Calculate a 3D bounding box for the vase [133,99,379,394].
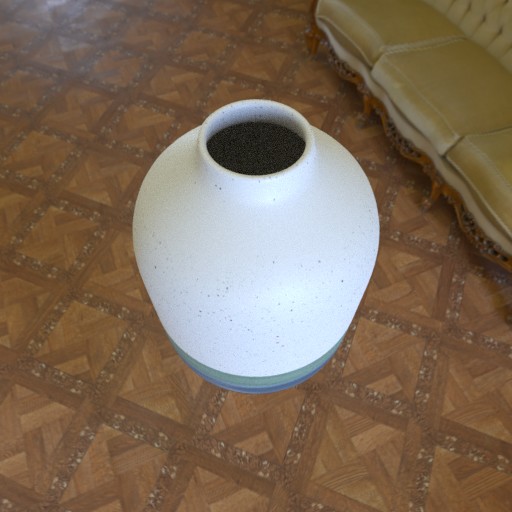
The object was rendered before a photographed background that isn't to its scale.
[{"bbox_3d":[0.000,0.000,0.341,0.169,0.240,0.169,0,57,0],"label":"vase"}]
